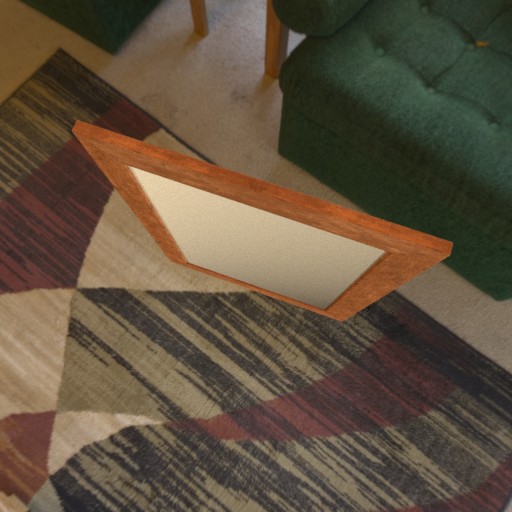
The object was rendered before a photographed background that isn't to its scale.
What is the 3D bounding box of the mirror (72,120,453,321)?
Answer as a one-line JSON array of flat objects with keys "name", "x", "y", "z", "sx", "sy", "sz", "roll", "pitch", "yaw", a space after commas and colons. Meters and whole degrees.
[{"name": "mirror", "x": 0.000, "y": 0.000, "z": 1.409, "sx": 0.796, "sy": 1.099, "sz": 0.028, "roll": 19, "pitch": 76, "yaw": 5}]
